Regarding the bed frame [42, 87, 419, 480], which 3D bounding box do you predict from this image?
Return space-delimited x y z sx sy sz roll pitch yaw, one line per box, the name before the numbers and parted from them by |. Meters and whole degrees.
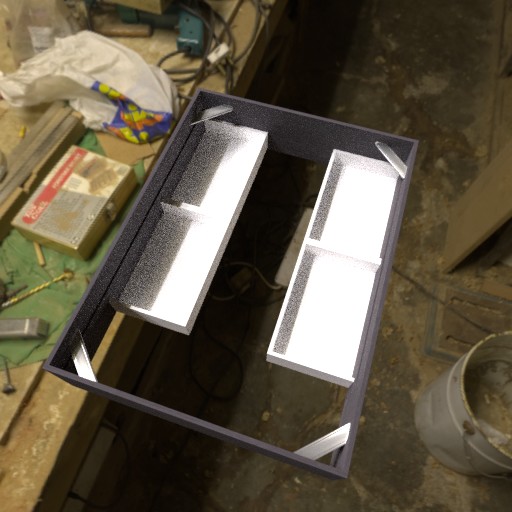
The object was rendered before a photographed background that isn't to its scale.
bed frame | 0.000 0.000 2.556 1.448 0.459 1.944 16 63 8
